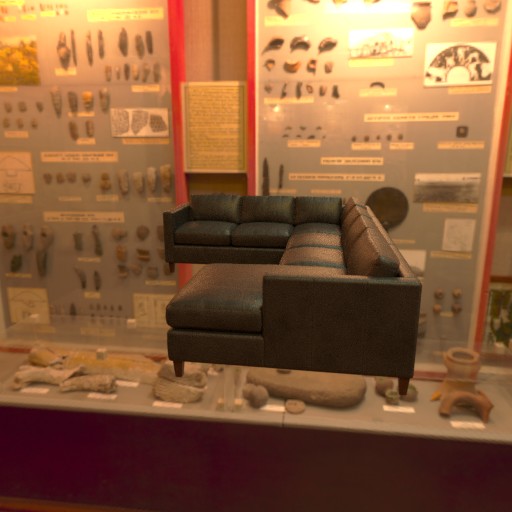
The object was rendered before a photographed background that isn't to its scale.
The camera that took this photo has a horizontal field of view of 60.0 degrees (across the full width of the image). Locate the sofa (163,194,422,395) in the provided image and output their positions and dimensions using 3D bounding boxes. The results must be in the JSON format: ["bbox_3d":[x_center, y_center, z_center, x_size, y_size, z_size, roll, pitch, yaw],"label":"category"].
[{"bbox_3d":[0.000,0.000,4.378,2.452,0.891,3.324,2,14,8],"label":"sofa"}]
